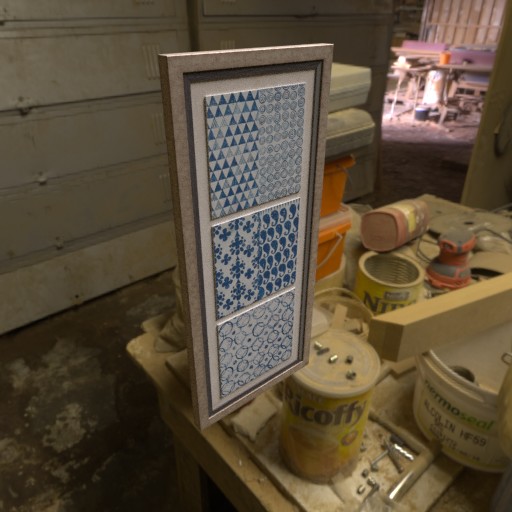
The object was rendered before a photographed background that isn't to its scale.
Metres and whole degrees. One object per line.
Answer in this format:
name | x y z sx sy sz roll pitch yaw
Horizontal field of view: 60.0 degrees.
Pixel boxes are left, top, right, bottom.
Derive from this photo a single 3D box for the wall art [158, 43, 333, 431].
wall art | 0.000 0.000 1.720 0.648 1.461 0.051 -22 36 -33
